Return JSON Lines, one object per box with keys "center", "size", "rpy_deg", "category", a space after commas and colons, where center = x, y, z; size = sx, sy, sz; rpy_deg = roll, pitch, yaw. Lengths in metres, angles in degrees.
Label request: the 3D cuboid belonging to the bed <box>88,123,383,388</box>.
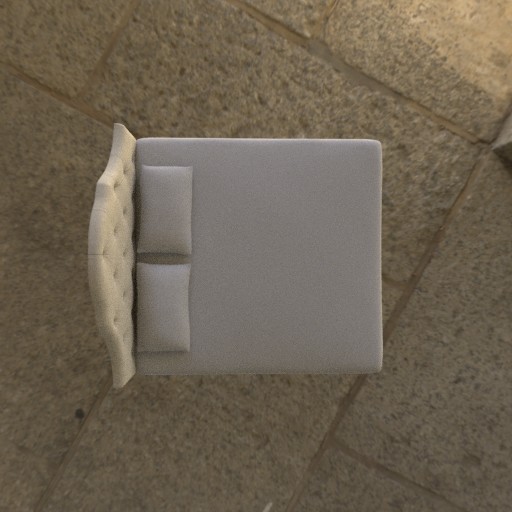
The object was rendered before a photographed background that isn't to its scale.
{"center": [0.000, 0.000, 3.484], "size": [2.086, 1.555, 2.012], "rpy_deg": [0, 90, -1], "category": "bed"}
